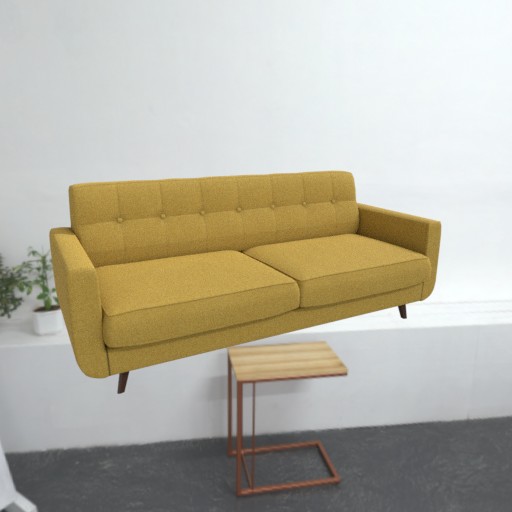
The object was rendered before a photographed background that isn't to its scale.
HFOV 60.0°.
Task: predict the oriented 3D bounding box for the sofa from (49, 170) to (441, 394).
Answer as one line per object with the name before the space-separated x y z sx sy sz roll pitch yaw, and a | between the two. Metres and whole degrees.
sofa | 0.000 0.000 2.477 2.029 0.841 0.909 -8 18 -27
